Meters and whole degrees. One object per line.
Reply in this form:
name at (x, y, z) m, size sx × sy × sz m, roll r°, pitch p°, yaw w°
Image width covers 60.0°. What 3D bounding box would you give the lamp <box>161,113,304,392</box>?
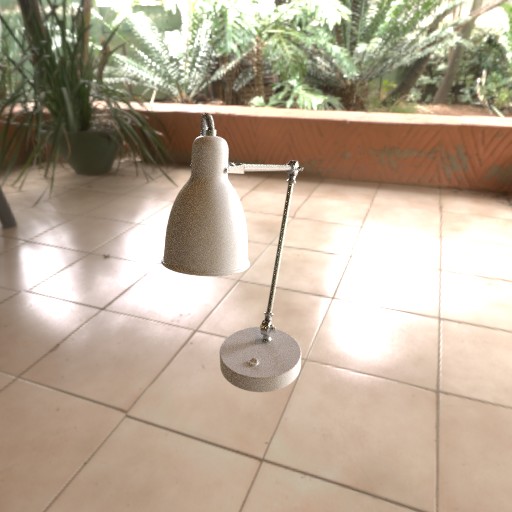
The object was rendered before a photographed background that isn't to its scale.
lamp at (0.000, 0.000, 0.878) m, size 0.187 × 0.587 × 0.561 m, roll 9°, pitch 28°, yaw 18°
